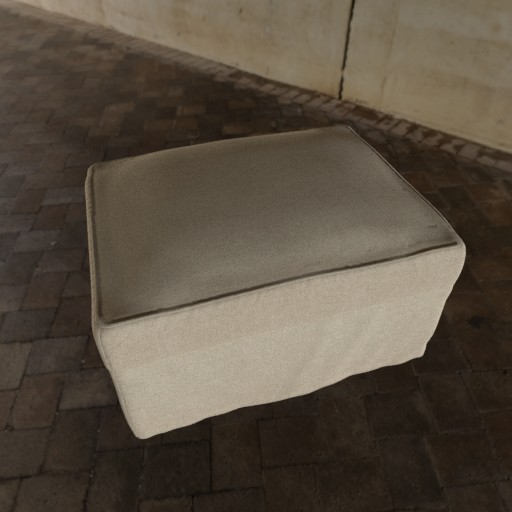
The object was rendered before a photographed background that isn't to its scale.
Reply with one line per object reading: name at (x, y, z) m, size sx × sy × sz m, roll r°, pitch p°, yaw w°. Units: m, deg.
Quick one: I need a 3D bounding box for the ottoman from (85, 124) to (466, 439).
ottoman at (0.000, 0.000, 1.246) m, size 0.833 × 0.485 × 0.650 m, roll -12°, pitch 43°, yaw -13°
